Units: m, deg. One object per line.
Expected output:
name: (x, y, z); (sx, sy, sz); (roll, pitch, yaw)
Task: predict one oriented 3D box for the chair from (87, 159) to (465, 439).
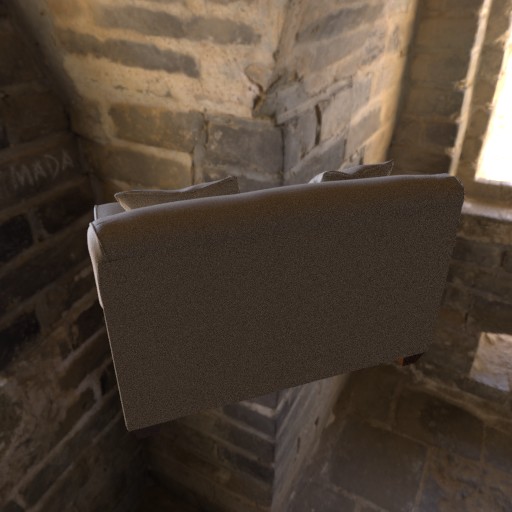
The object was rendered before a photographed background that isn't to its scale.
chair: (0.000, 0.000, 2.072); (1.383, 0.948, 1.000); (-10, 30, -17)
